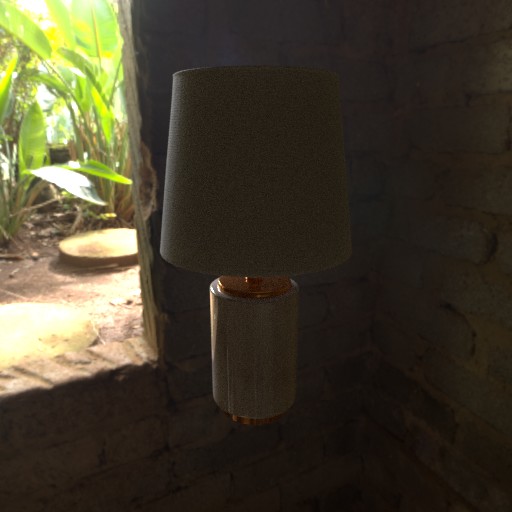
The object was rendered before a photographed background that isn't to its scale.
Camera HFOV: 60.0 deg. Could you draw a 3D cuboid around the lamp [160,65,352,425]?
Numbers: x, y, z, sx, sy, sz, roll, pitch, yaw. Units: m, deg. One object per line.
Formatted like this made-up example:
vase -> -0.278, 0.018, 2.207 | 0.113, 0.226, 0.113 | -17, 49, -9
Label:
lamp -> 0.000, 0.000, 0.450 | 0.189, 0.340, 0.189 | 0, 16, 0
